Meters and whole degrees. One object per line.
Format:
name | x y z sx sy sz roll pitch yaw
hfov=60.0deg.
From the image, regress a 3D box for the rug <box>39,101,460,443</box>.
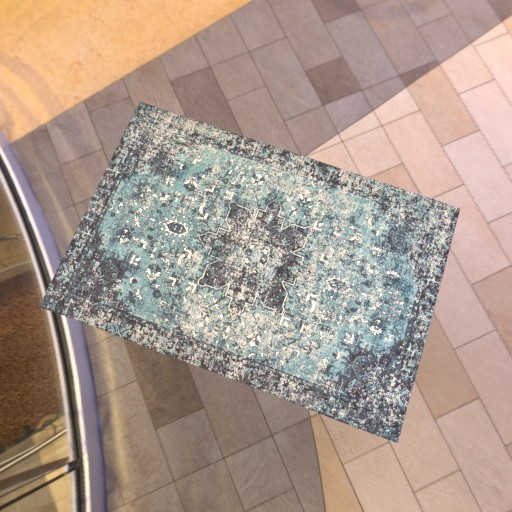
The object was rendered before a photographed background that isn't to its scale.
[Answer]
rug | 0.000 0.000 2.245 1.828 0.005 1.219 20 77 5
